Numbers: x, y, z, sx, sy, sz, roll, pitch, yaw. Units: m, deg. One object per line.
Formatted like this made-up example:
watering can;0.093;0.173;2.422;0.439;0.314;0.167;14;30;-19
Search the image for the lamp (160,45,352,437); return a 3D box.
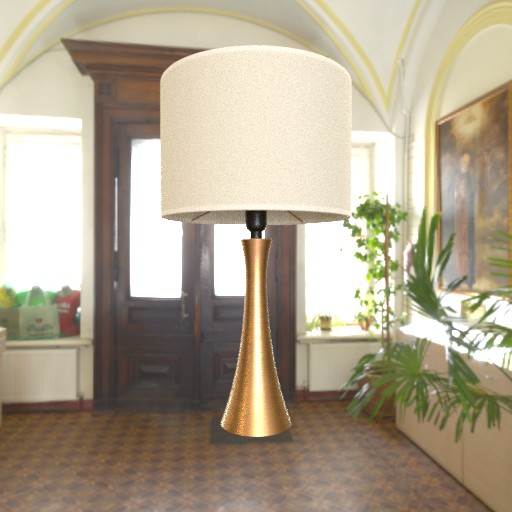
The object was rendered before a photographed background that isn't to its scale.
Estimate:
lamp;0.000;0.000;0.636;0.268;0.479;0.268;0;0;37
